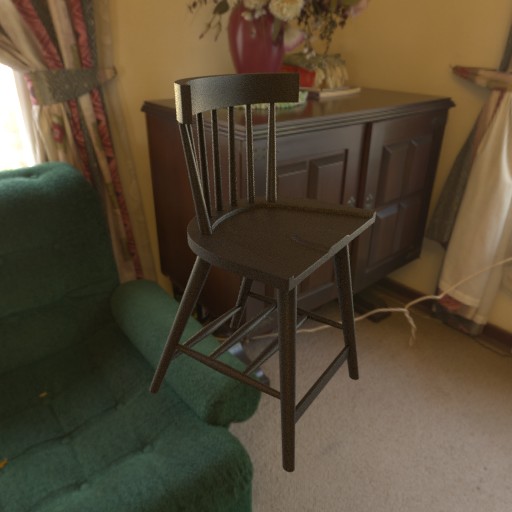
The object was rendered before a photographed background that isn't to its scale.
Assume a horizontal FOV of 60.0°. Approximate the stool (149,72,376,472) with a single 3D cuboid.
[{"bbox_3d":[0.000,0.000,1.278,0.549,0.953,0.494,17,31,31],"label":"stool"}]
